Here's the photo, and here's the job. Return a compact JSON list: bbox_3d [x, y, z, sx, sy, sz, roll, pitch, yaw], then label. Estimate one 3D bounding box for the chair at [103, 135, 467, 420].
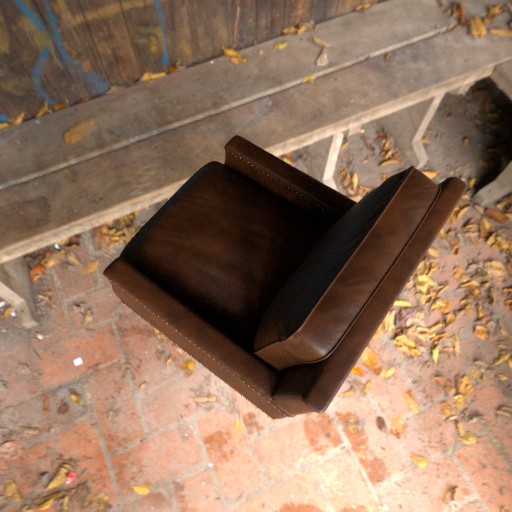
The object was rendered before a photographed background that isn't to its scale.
[{"bbox_3d":[0.000,0.000,1.769,1.035,1.054,0.854,34,69,15],"label":"chair"}]
